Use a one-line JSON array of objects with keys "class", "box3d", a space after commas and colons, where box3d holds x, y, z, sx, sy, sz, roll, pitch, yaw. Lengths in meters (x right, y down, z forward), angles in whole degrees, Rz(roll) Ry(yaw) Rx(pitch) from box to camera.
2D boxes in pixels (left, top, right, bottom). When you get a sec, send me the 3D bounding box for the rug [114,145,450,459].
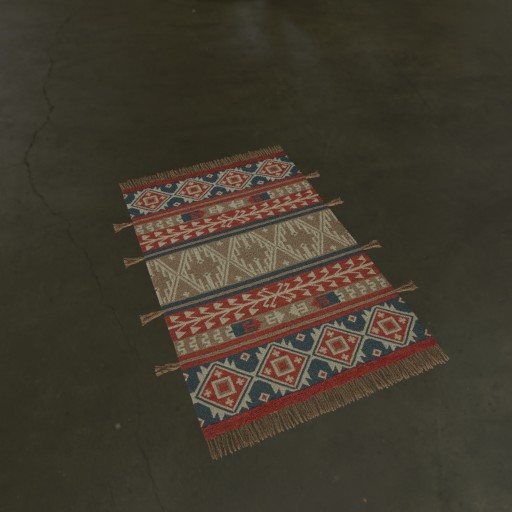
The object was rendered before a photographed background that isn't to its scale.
[{"class": "rug", "box3d": [0.000, 0.000, 3.177, 1.778, 0.048, 2.450, -17, 50, -15]}]
